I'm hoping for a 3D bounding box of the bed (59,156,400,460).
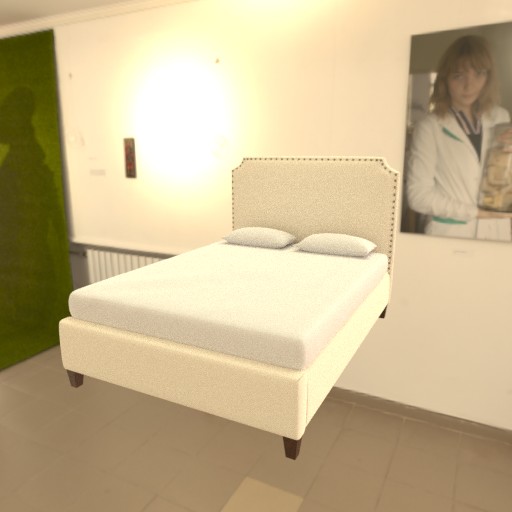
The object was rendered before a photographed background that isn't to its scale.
[{"bbox_3d":[0.000,0.000,3.454,1.712,1.497,2.372,7,15,26],"label":"bed"}]
